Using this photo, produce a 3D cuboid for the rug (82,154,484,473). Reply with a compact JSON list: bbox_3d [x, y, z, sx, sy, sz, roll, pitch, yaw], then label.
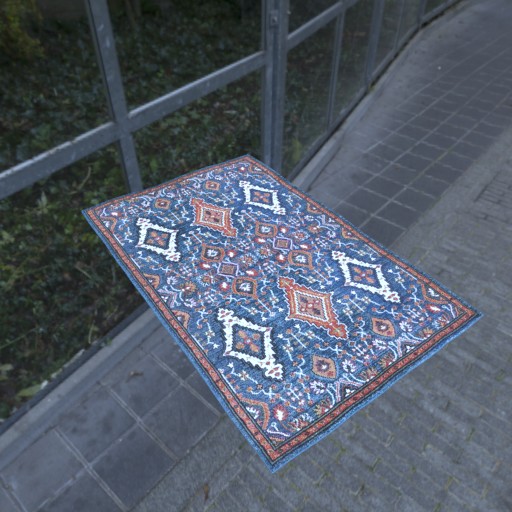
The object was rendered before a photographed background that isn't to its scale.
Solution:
[{"bbox_3d":[0.000,0.000,2.277,1.195,0.014,1.847,-25,47,-26],"label":"rug"}]
